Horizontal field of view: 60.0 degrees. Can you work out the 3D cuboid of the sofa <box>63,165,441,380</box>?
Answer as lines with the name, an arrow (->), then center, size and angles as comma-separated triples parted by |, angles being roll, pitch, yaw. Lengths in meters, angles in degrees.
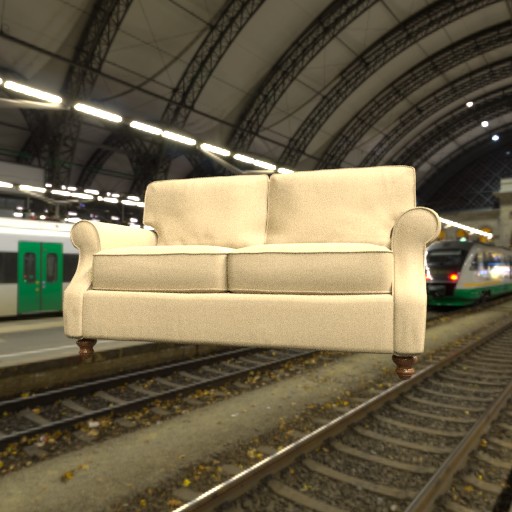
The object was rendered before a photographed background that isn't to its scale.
sofa -> 0.000, 0.000, 2.202 | 1.665, 0.937, 0.964 | -1, -2, 17
